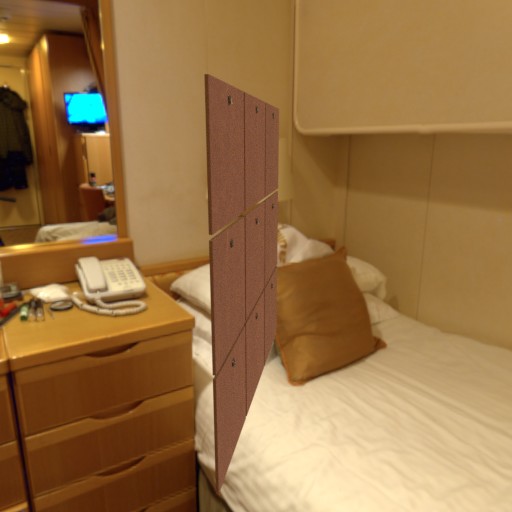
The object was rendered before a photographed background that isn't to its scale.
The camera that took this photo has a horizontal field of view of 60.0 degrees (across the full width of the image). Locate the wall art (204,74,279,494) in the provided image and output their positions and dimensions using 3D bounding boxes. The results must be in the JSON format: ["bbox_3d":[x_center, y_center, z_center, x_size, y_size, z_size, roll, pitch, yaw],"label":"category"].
[{"bbox_3d":[0.000,0.000,2.251,0.023,1.522,1.526,3,15,11],"label":"wall art"}]
